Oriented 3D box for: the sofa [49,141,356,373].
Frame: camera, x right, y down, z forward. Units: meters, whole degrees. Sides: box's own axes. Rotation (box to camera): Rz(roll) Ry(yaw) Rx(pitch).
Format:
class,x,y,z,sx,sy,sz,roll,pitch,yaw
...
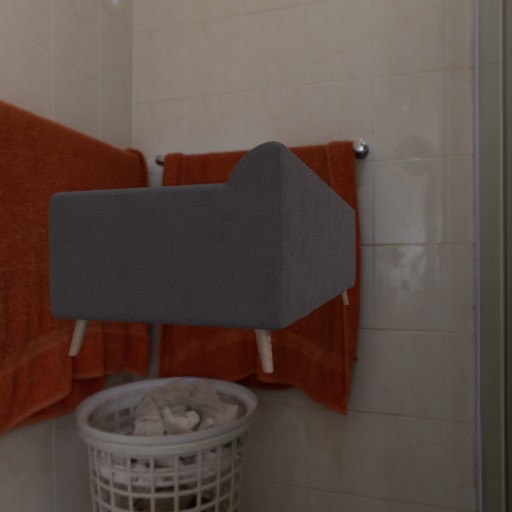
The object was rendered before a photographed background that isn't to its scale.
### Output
class,x,y,z,sx,sy,sz,roll,pitch,yaw
sofa,0.000,0.000,2.517,0.900,0.740,2.190,0,0,18
